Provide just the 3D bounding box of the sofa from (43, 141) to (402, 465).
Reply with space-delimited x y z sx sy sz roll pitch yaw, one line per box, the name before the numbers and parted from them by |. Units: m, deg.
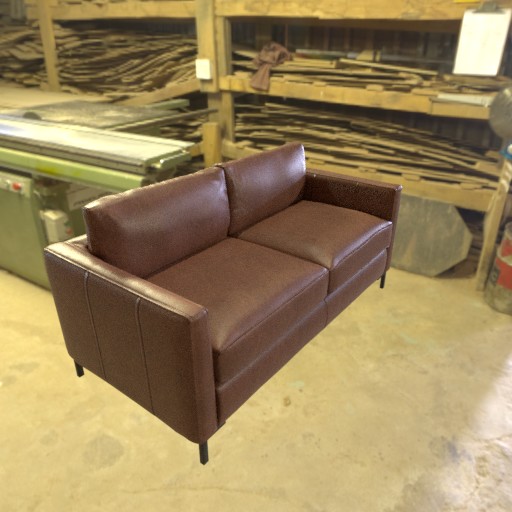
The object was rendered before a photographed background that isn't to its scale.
sofa | 0.000 0.000 2.302 0.899 0.883 1.797 18 31 33
